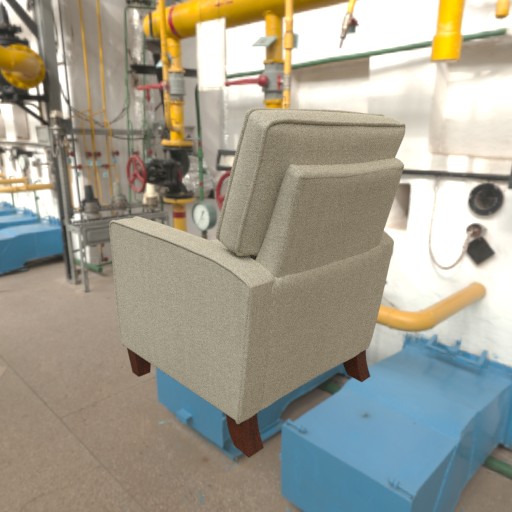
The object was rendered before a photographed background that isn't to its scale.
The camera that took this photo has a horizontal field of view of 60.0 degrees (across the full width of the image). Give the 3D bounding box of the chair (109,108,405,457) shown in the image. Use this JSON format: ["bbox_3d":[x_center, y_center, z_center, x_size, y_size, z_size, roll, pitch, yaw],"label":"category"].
[{"bbox_3d":[0.000,0.000,1.441,0.648,0.888,0.754,-14,21,-42],"label":"chair"}]
